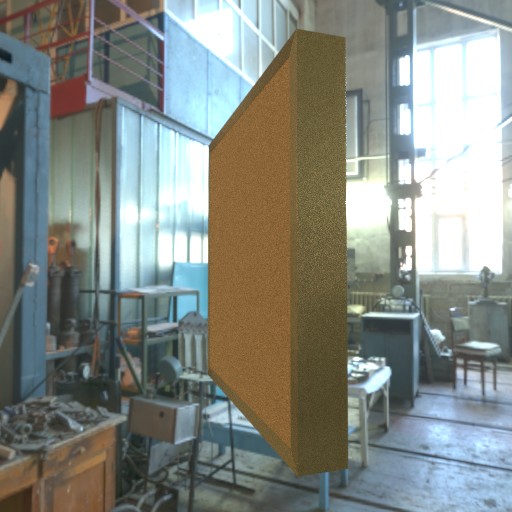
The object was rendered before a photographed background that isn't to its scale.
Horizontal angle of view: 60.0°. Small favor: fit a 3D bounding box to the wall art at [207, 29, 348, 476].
[{"bbox_3d":[0.000,0.000,0.452,0.038,0.305,0.304,1,-2,-18],"label":"wall art"}]
